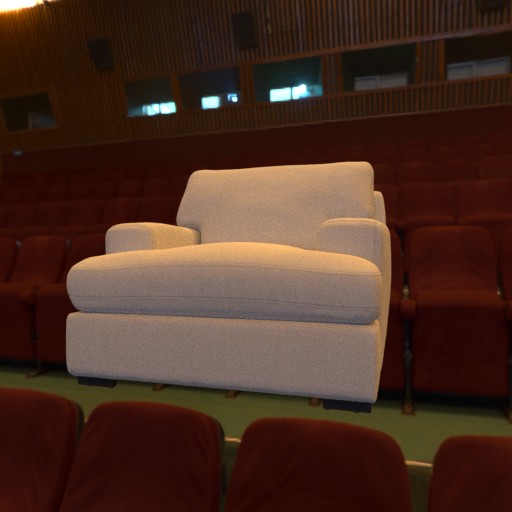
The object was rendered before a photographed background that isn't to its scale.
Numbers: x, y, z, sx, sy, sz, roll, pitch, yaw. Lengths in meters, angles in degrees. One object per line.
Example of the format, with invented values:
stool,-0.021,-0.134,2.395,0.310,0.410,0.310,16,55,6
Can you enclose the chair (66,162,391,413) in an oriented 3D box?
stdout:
chair,0.000,0.000,1.953,1.140,0.930,1.158,0,0,17
